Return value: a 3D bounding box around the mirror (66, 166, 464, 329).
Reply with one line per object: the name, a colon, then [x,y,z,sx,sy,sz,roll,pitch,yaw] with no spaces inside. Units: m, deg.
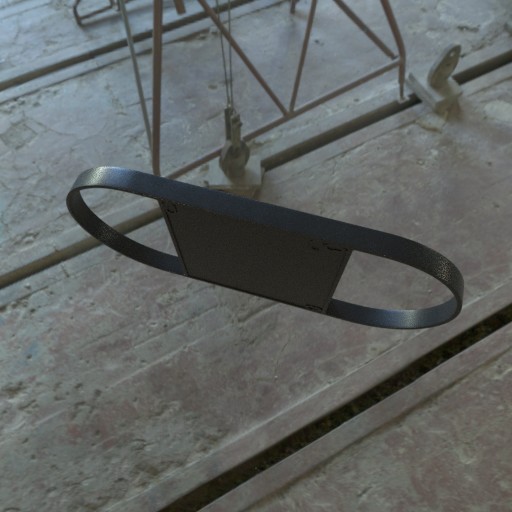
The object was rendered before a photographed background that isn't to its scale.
mirror: [0.000,0.000,0.657,0.584,0.254,0.032,15,65,7]
